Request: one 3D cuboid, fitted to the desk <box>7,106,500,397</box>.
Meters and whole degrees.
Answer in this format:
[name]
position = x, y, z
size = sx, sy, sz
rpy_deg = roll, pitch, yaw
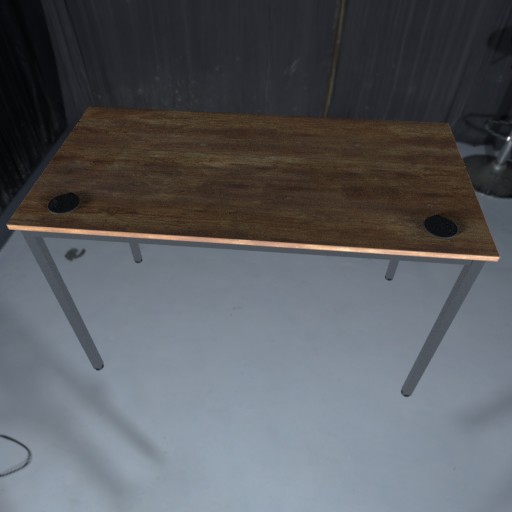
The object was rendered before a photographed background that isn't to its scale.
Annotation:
[desk]
position = 0.000, 0.000, 1.545
size = 1.200, 0.749, 0.600
rpy_deg = 4, 47, 4
